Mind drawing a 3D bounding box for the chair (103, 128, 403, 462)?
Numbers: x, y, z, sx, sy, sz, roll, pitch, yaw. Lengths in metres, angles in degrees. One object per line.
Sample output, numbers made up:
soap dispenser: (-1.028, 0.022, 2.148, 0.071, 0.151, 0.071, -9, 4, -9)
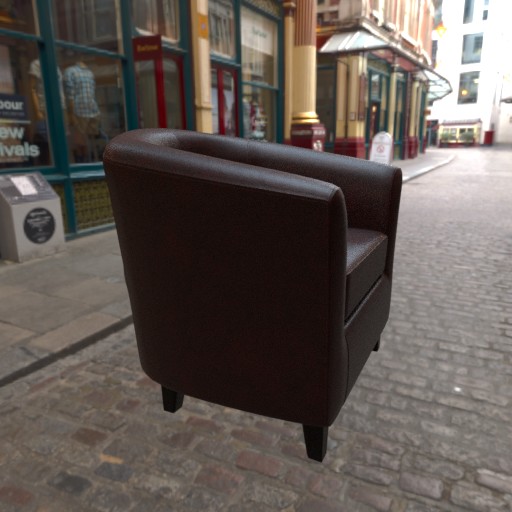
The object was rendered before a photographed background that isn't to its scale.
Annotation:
chair: (0.000, 0.000, 1.353, 0.727, 0.756, 0.792, 7, 16, 25)
